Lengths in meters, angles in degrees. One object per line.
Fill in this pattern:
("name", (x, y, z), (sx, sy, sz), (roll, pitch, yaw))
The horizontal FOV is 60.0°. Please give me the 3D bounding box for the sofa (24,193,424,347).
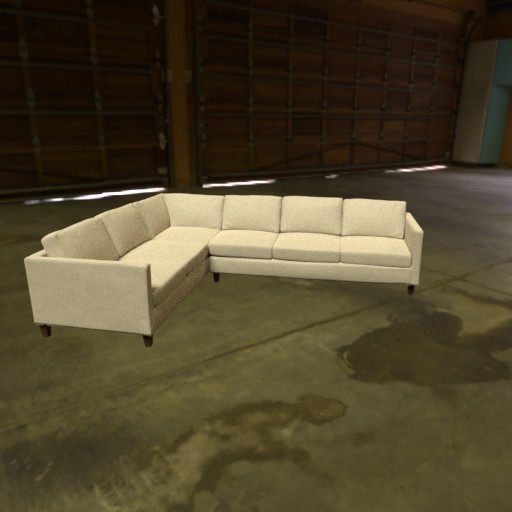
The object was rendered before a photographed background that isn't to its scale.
("sofa", (0.000, 0.000, 4.316), (3.182, 0.863, 2.432), (3, 17, 10))
